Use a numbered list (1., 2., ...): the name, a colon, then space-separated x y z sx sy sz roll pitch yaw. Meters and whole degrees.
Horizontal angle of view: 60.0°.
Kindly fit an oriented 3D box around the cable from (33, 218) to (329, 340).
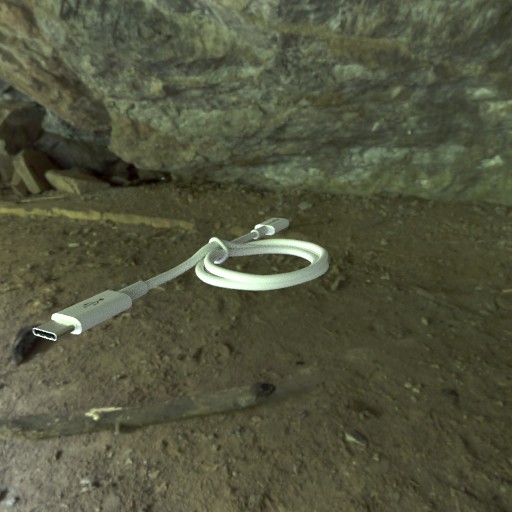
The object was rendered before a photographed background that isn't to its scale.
1. cable: 0.000 0.000 0.220 0.070 0.014 0.203 8 18 25
